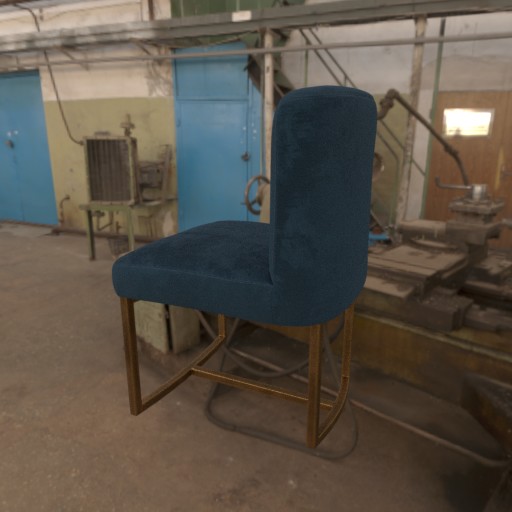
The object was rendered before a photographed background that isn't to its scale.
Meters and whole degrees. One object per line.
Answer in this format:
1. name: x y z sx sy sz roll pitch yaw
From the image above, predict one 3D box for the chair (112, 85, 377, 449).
1. chair: 0.000 0.000 1.190 0.560 0.824 0.530 8 18 24
